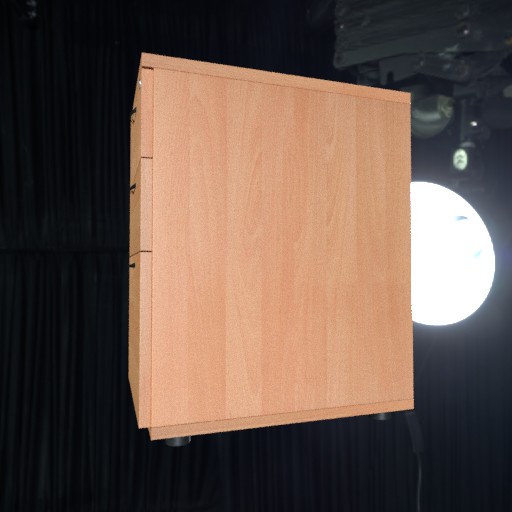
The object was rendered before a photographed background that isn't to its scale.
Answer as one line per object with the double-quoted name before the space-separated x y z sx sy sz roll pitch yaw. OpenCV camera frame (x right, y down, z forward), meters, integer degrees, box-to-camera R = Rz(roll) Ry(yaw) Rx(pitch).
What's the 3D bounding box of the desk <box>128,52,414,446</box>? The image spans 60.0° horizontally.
"desk" 0.000 0.000 1.084 0.600 0.730 0.404 1 -2 -19
